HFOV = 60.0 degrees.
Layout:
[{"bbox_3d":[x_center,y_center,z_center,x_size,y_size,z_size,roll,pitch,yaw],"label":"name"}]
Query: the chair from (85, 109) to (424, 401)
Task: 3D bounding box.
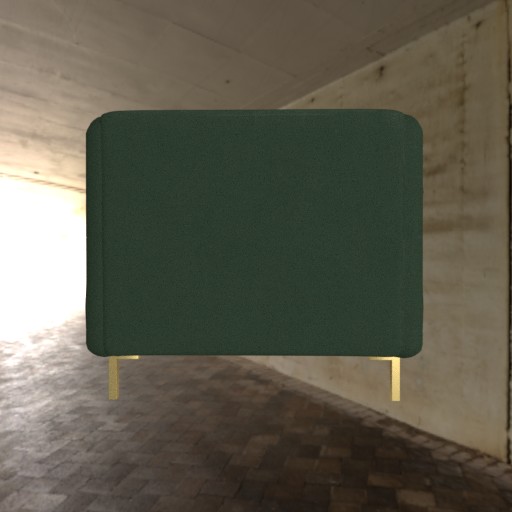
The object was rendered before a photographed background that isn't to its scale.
[{"bbox_3d":[0.000,0.000,1.558,0.917,0.768,0.855,0,0,1],"label":"chair"}]
